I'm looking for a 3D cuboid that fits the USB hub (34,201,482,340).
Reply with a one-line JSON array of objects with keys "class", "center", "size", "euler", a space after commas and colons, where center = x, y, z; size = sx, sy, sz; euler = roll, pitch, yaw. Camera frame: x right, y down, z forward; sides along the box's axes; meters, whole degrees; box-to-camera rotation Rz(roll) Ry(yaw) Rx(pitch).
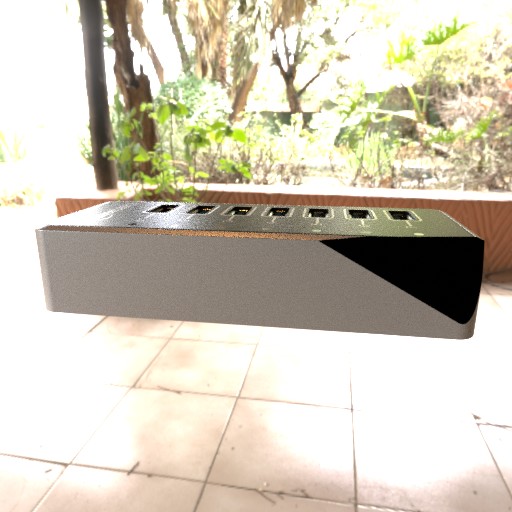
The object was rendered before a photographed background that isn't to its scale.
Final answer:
[{"class": "USB hub", "center": [0.000, 0.000, 0.127], "size": [0.110, 0.023, 0.044], "euler": [3, 16, 9]}]
